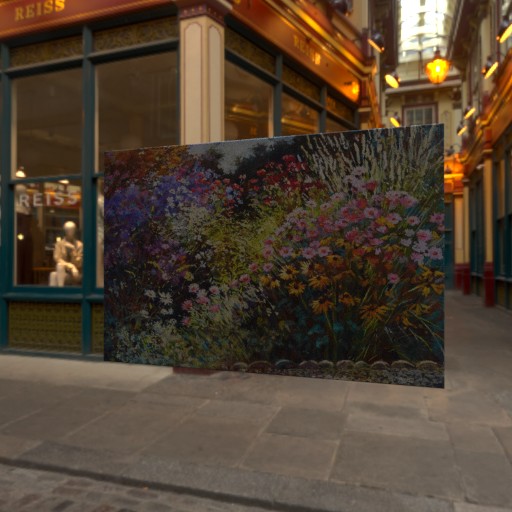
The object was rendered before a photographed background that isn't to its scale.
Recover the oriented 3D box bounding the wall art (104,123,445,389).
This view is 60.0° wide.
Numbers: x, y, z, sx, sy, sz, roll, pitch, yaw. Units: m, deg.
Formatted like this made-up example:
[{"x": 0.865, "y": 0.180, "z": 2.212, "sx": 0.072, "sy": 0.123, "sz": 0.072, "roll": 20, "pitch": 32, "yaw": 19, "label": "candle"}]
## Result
[{"x": 0.000, "y": 0.000, "z": 1.160, "sx": 0.908, "sy": 0.604, "sz": 0.037, "roll": 0, "pitch": 0, "yaw": 17, "label": "wall art"}]
